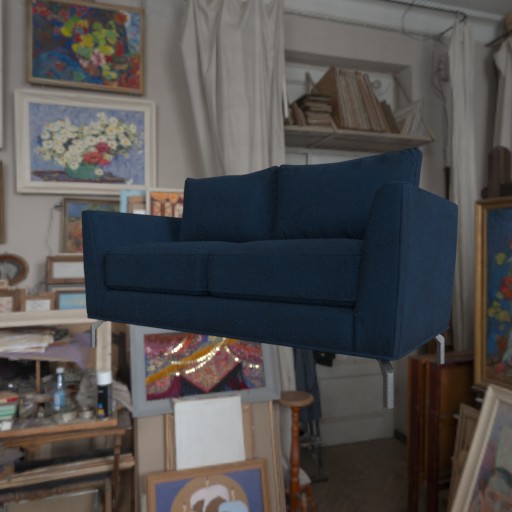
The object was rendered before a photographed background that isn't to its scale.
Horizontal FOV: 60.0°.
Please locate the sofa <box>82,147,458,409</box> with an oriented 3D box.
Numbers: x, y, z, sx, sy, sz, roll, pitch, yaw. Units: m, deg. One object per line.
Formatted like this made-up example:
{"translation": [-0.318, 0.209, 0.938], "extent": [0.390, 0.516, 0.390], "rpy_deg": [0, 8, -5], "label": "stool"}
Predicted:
{"translation": [0.000, 0.000, 2.268], "extent": [1.770, 1.002, 0.853], "rpy_deg": [0, 0, 35], "label": "sofa"}
